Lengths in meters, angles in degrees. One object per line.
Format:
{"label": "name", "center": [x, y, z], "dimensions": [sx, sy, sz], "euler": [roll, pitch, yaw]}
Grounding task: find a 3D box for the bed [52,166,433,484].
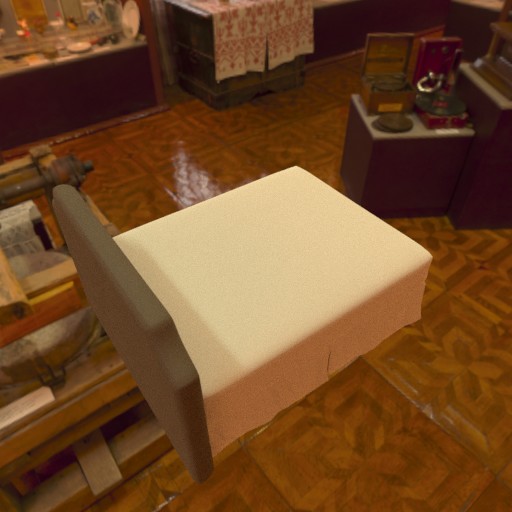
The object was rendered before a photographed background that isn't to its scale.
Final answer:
{"label": "bed", "center": [0.000, 0.000, 3.252], "dimensions": [2.181, 1.297, 1.831], "euler": [-26, 48, -26]}
